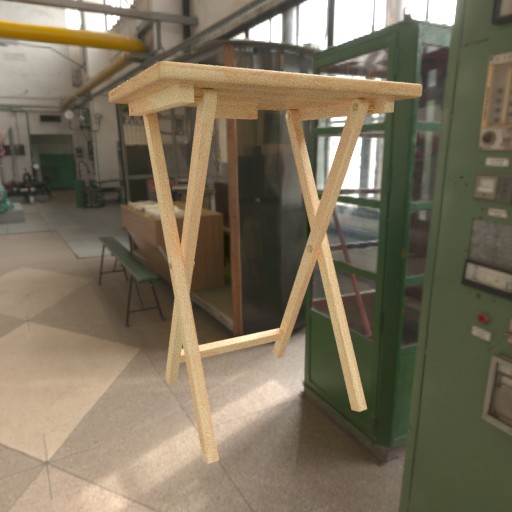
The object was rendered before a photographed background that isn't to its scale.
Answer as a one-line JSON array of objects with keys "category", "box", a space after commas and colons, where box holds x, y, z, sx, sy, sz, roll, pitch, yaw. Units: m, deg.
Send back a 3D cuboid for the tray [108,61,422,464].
[{"category": "tray", "box": [0.000, 0.000, 0.925, 0.483, 0.660, 0.381, -7, 16, -27]}]
